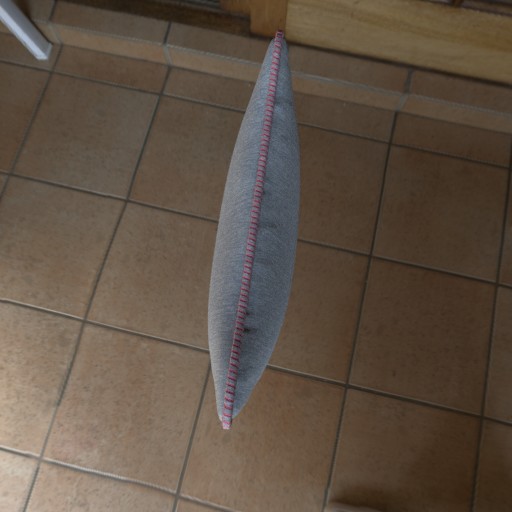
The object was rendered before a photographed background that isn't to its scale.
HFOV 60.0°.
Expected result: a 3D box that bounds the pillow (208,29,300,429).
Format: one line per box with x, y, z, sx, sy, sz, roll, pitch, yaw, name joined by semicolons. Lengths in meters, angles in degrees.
0.000;0.000;0.727;0.124;0.491;0.482;7;76;2;pillow
